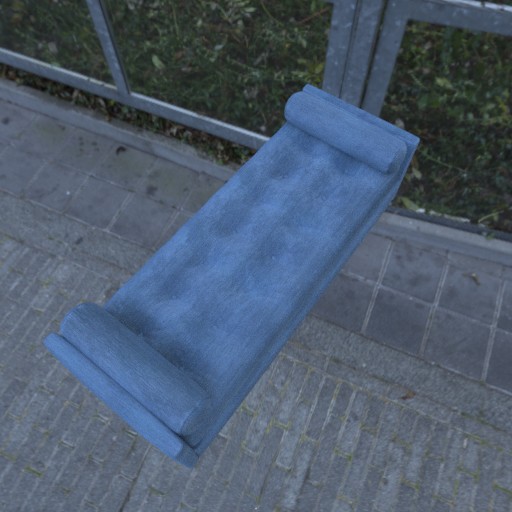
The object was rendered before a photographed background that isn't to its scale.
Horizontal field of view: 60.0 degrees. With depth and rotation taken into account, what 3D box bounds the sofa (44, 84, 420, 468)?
[{"bbox_3d":[0.000,0.000,2.467,0.796,0.705,2.102,33,66,17],"label":"sofa"}]
